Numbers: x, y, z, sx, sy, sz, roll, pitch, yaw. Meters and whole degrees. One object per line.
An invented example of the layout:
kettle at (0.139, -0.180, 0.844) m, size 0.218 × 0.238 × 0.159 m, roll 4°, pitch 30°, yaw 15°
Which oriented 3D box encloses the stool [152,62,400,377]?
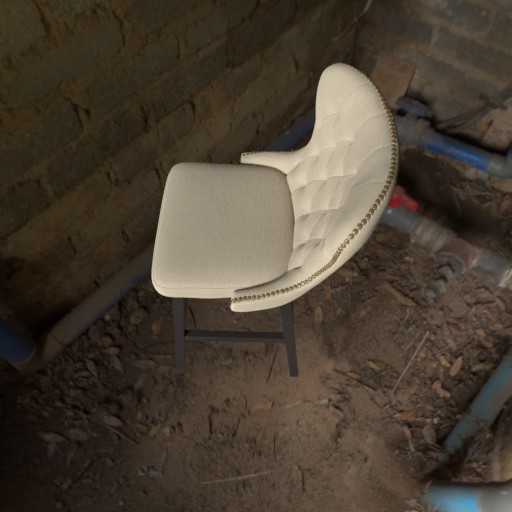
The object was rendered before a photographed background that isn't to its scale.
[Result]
stool at (0.000, 0.000, 1.384) m, size 0.605 × 1.066 × 0.528 m, roll 1°, pitch 59°, yaw 1°
